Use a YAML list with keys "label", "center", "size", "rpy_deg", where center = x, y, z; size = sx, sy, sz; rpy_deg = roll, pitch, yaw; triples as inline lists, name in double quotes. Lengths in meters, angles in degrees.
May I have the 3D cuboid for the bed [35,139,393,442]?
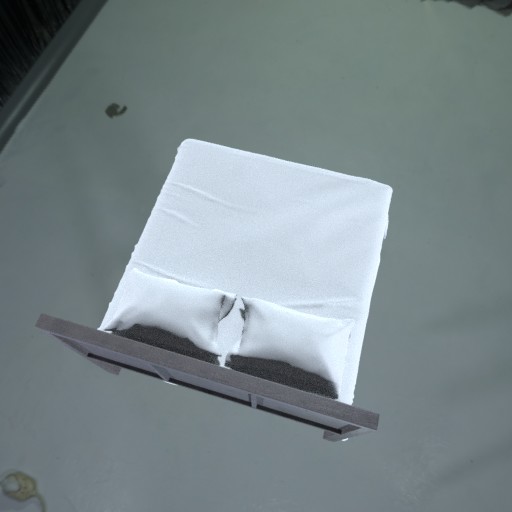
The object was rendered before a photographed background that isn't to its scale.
- label: "bed"
  center: [0.000, 0.000, 2.839]
  size: [1.772, 1.142, 1.785]
  rpy_deg: [15, 66, 7]
